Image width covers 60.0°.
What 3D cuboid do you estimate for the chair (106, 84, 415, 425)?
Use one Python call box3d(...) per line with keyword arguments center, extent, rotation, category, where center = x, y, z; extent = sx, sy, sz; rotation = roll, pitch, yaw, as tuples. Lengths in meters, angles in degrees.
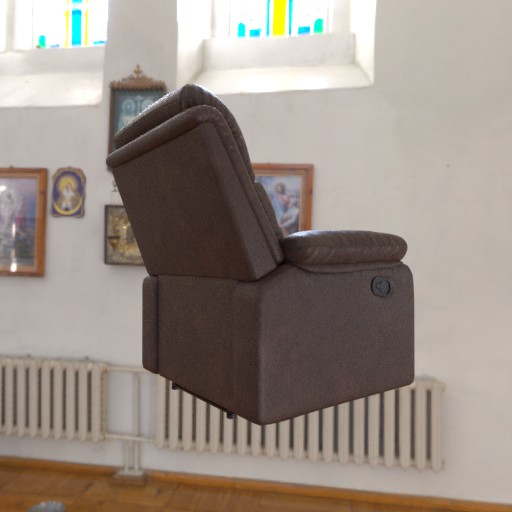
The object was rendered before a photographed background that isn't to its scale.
box3d(center=(0.000, 0.000, 1.655), extent=(0.919, 0.992, 0.855), rotation=(0, -1, -36), category="chair")
